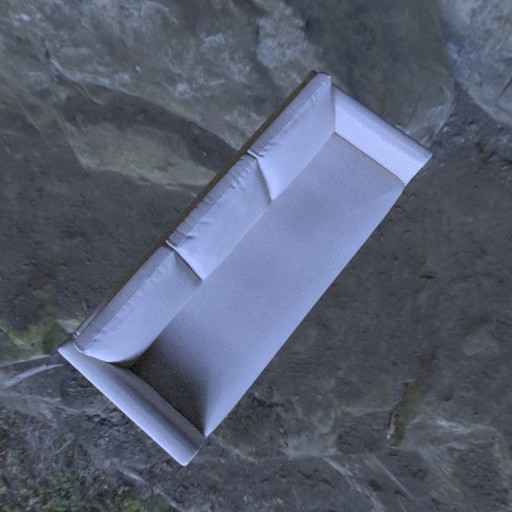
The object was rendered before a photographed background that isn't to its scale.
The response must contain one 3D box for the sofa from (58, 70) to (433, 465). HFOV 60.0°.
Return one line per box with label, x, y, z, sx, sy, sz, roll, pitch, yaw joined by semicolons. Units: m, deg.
sofa;0.000;0.000;2.644;0.902;0.911;2.198;38;79;9
